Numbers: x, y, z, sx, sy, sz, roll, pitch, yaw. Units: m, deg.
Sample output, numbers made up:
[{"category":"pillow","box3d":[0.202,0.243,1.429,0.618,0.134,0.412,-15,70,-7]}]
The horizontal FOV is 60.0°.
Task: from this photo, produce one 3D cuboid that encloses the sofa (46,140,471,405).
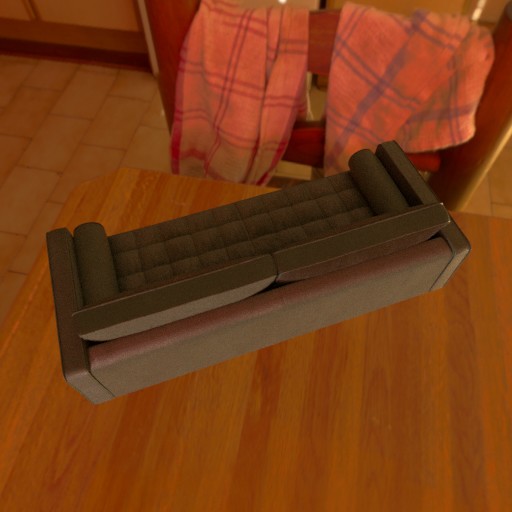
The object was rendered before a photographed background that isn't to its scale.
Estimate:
[{"category":"sofa","box3d":[0.000,0.000,2.599,2.199,0.769,0.918,-17,59,-10]}]
